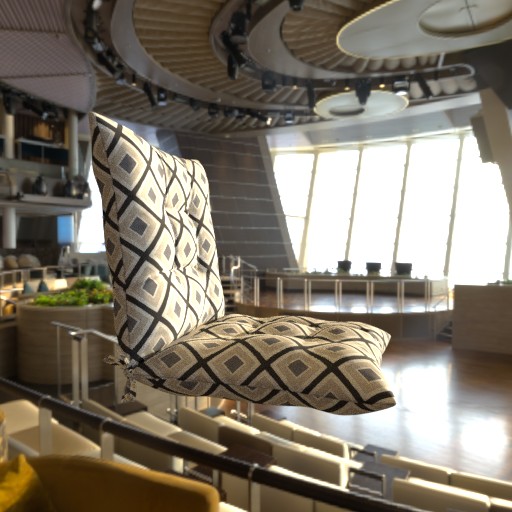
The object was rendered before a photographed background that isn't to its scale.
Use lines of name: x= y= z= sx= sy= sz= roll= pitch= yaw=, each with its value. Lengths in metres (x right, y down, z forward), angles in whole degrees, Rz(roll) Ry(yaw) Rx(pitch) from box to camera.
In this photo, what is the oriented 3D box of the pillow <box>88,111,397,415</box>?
pillow: x=0.000 y=0.000 z=0.978 sx=0.585 sy=0.536 sz=0.541 roll=0 pitch=1 yaw=15
